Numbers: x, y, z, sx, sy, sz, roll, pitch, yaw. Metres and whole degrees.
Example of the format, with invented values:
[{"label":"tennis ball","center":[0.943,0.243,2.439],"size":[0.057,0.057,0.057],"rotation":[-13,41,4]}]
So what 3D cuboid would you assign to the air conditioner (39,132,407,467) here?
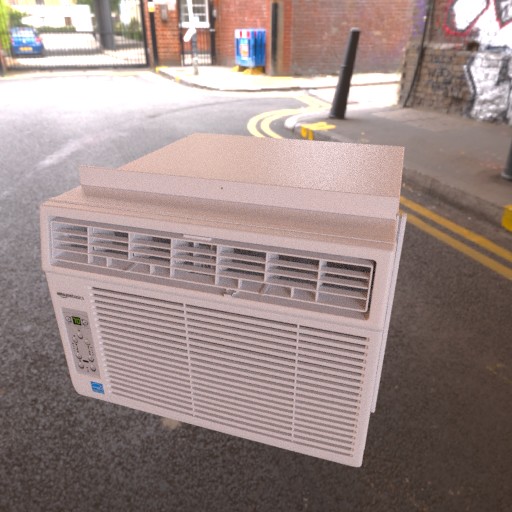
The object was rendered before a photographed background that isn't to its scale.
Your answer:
[{"label":"air conditioner","center":[0.000,0.000,0.840],"size":[0.503,0.388,0.546],"rotation":[8,28,16]}]
